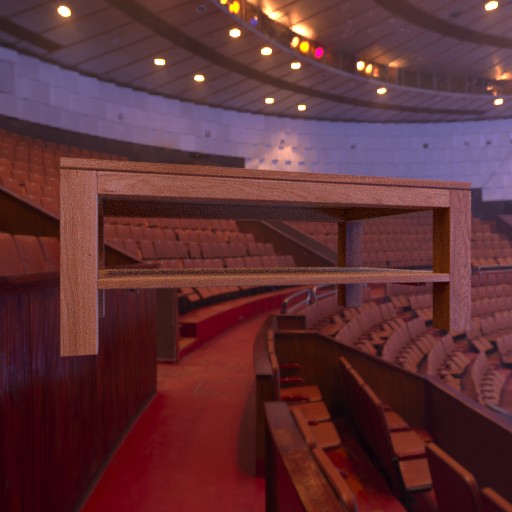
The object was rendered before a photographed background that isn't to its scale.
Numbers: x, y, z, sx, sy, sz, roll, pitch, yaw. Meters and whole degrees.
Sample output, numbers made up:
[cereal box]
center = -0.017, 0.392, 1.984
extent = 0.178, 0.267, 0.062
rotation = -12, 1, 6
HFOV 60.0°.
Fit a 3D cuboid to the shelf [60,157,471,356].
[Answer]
[shelf]
center = 0.000, 0.000, 1.507
extent = 1.150, 0.450, 0.700
rotation = 0, 0, -18
